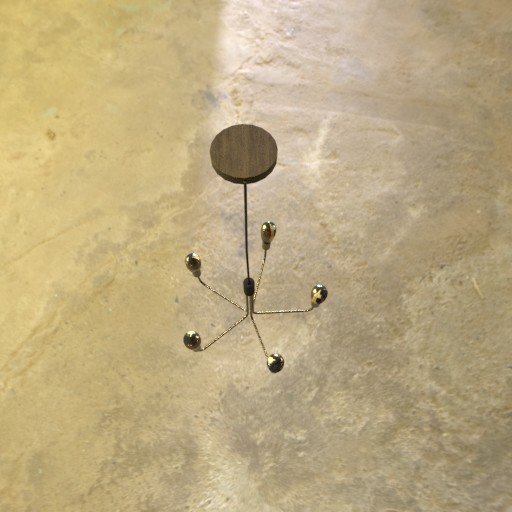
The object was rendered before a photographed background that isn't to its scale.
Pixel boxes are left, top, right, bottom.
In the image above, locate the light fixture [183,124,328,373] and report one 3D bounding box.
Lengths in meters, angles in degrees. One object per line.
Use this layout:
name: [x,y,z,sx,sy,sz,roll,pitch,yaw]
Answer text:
light fixture: [0.000,0.000,1.363,0.532,1.059,0.588,-3,65,-1]
